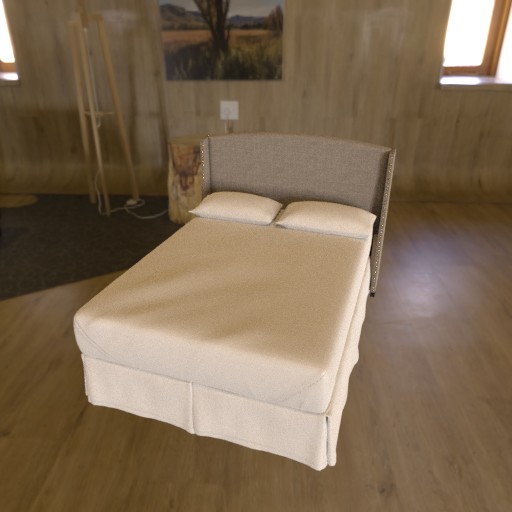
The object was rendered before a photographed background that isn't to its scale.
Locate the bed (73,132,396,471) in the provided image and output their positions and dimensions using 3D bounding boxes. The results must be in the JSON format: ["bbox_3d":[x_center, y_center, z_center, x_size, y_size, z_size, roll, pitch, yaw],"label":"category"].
[{"bbox_3d":[0.000,0.000,3.290,1.710,1.407,2.237,9,28,17],"label":"bed"}]
